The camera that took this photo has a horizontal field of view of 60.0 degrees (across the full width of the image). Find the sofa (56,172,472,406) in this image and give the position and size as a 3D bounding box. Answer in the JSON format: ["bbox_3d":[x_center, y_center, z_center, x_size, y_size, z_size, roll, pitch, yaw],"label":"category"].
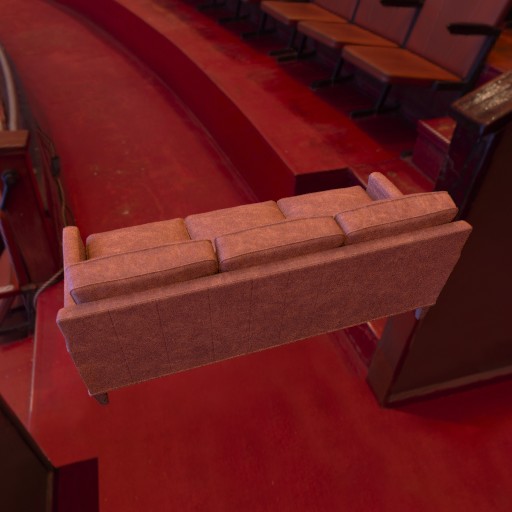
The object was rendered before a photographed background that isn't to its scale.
[{"bbox_3d":[0.000,0.000,2.774,2.246,1.003,1.084,-12,43,-13],"label":"sofa"}]
